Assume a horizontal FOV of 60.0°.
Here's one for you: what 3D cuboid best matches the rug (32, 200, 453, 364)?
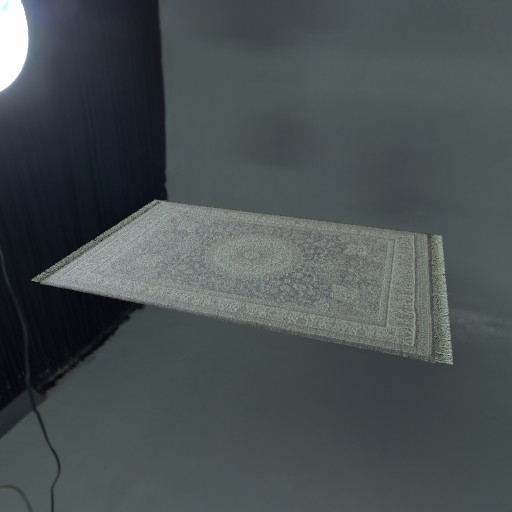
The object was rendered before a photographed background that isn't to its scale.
[{"bbox_3d":[0.000,0.000,3.039,2.440,0.010,1.528,9,29,16],"label":"rug"}]
